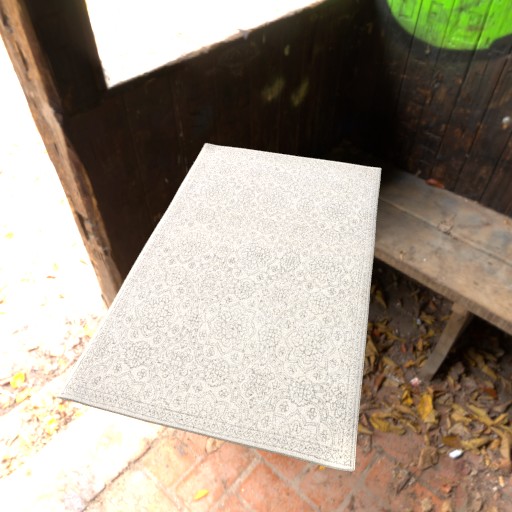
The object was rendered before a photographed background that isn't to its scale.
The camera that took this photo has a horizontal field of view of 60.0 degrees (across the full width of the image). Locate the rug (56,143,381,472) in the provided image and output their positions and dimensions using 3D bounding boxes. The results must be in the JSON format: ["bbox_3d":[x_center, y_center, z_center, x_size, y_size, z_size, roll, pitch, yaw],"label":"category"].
[{"bbox_3d":[0.000,0.000,2.357,1.214,0.023,1.947,10,47,9],"label":"rug"}]
